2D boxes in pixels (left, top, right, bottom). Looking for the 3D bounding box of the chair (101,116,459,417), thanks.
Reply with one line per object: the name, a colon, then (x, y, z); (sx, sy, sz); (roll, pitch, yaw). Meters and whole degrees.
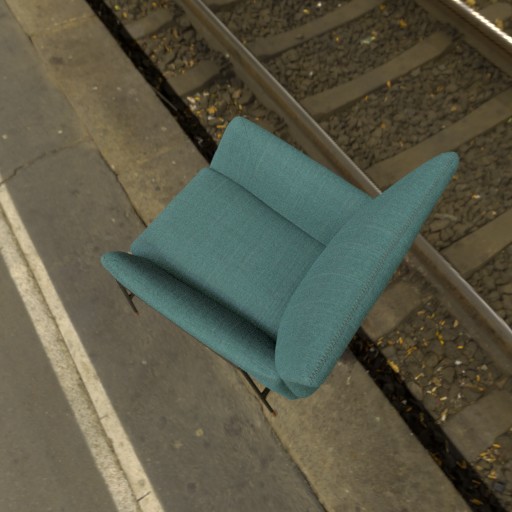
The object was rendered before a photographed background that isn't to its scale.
chair: (0.000, 0.000, 1.413); (0.769, 0.859, 0.678); (32, 68, 15)
